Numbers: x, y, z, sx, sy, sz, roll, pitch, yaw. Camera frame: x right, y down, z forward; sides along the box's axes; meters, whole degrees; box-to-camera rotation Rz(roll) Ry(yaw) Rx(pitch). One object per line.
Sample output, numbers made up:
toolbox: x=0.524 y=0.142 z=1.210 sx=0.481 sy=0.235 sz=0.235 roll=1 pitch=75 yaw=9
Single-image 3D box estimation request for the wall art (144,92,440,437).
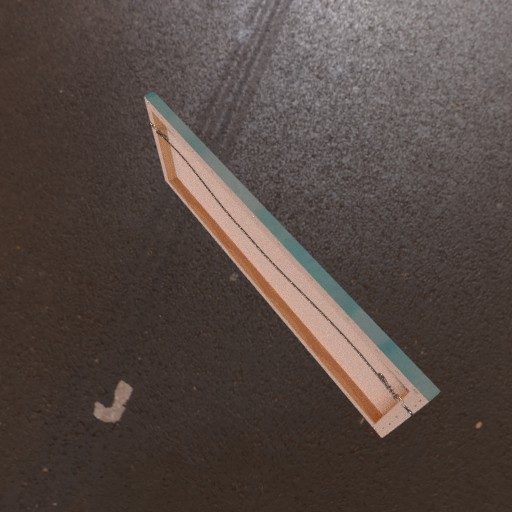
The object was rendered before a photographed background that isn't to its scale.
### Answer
wall art: x=0.000 y=0.000 z=0.843 sx=0.044 sy=0.254 sz=0.759 roll=-32 pitch=63 yaw=-19
